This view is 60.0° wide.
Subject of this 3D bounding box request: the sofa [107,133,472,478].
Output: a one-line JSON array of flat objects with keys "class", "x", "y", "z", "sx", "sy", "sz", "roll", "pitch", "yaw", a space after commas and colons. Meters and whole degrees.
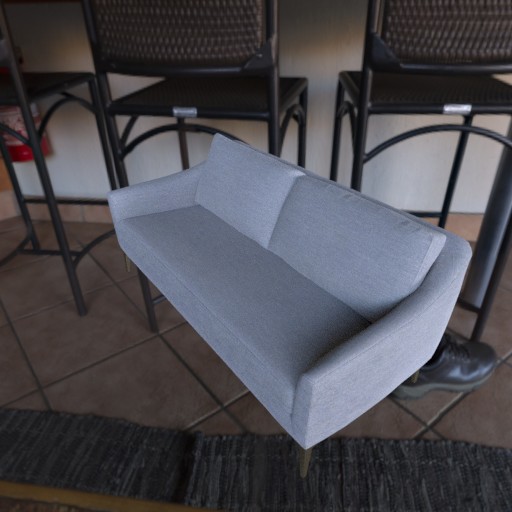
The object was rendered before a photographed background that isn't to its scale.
[{"class": "sofa", "x": 0.000, "y": 0.000, "z": 2.517, "sx": 0.980, "sy": 0.913, "sz": 2.036, "roll": -20, "pitch": 37, "yaw": -30}]
